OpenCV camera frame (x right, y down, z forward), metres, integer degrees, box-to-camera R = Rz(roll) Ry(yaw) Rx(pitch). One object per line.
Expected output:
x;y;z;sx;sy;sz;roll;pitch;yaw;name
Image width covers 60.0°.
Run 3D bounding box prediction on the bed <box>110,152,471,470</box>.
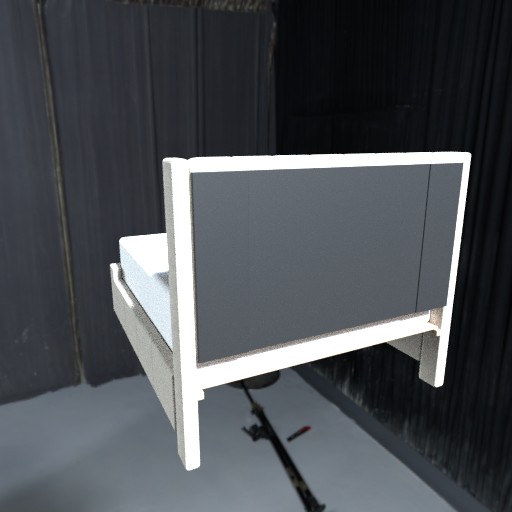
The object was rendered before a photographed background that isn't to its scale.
0.000;0.000;3.727;2.045;1.743;2.370;-7;17;-26;bed
